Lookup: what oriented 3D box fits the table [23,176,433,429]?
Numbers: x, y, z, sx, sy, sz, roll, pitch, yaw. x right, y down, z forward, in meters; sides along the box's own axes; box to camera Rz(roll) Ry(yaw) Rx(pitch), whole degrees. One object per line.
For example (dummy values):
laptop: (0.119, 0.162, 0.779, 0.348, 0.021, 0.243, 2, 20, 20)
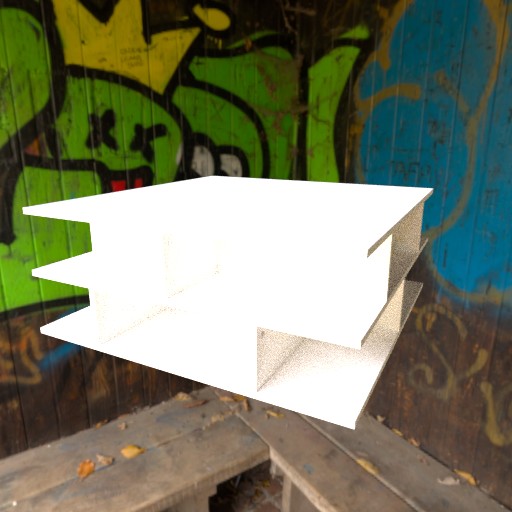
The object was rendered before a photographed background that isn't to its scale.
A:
table: (0.000, 0.000, 1.079, 0.700, 0.289, 0.700, 8, 18, 27)
